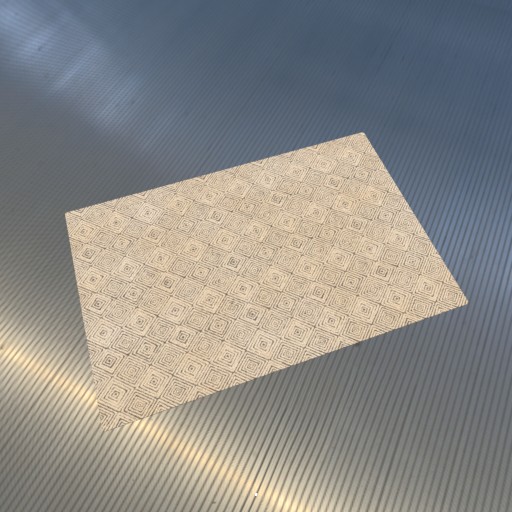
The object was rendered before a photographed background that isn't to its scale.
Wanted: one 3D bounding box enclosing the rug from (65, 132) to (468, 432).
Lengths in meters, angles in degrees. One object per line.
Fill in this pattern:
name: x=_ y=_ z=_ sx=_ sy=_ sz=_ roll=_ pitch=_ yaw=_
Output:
rug: x=0.000 y=0.000 z=2.279 sx=1.783 sy=0.008 sz=1.175 roll=-17 pitch=63 yaw=-9
